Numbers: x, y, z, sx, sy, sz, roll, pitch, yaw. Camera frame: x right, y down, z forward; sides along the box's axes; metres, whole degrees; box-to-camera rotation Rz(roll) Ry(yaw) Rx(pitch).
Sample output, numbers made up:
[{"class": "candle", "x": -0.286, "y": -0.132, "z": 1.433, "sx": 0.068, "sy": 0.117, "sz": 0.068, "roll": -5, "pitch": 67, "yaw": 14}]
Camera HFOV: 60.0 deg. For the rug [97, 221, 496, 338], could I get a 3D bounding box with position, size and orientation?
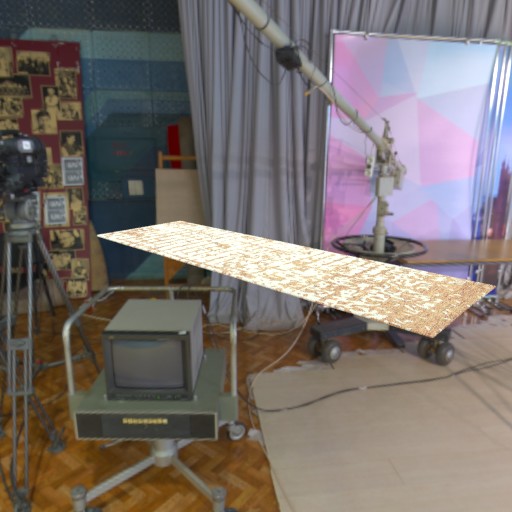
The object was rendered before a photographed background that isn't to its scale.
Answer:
[{"class": "rug", "x": 0.000, "y": 0.000, "z": 2.654, "sx": 2.435, "sy": 0.011, "sz": 0.750, "roll": 14, "pitch": 21, "yaw": 41}]
